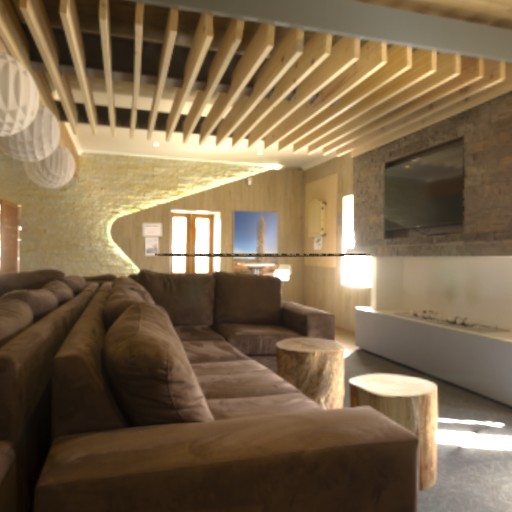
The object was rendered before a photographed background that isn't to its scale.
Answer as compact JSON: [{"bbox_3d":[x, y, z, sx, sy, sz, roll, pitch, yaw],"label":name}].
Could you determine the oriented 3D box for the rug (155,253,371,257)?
[{"bbox_3d":[0.000,0.000,2.516,0.686,0.008,2.286,0,0,-1],"label":"rug"}]
